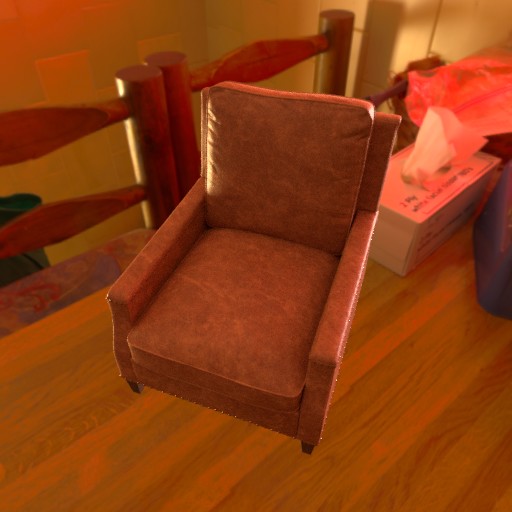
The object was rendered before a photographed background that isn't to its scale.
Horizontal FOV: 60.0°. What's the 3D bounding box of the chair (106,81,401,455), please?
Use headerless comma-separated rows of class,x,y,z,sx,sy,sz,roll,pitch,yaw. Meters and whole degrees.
chair,0.000,0.000,1.801,0.854,1.054,1.035,14,44,15
